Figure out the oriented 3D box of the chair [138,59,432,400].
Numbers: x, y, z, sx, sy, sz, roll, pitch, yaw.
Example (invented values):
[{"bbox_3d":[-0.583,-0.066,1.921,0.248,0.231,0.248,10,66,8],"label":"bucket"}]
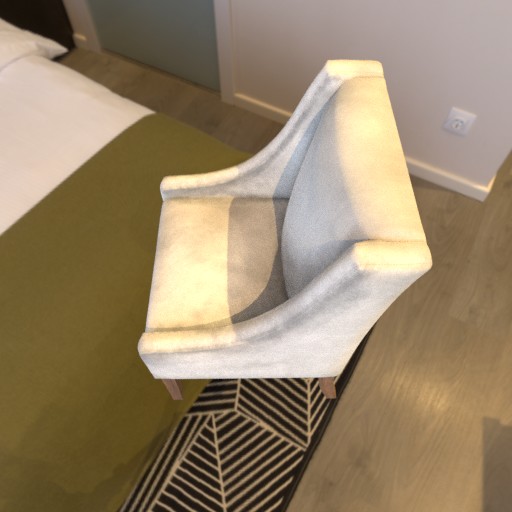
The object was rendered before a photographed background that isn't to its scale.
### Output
[{"bbox_3d":[0.000,0.000,1.310,0.629,0.895,0.629,0,58,0],"label":"chair"}]
